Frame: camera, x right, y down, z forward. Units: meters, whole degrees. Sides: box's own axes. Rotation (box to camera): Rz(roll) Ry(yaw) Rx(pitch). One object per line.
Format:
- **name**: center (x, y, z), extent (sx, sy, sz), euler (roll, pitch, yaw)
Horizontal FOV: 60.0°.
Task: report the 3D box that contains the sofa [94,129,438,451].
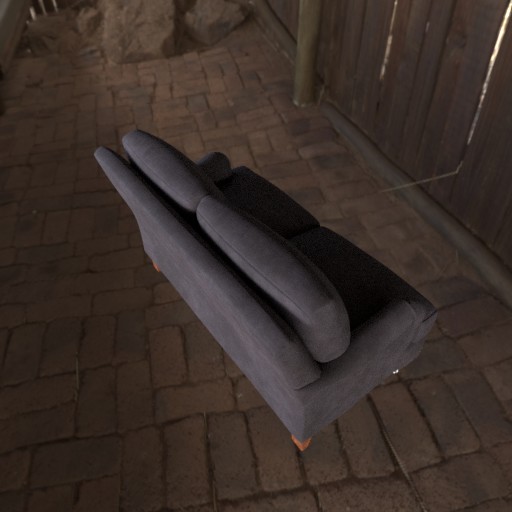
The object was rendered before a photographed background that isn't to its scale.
- **sofa**: center (0.000, 0.000, 2.585), extent (1.084, 1.101, 1.853), euler (-25, 48, -26)
